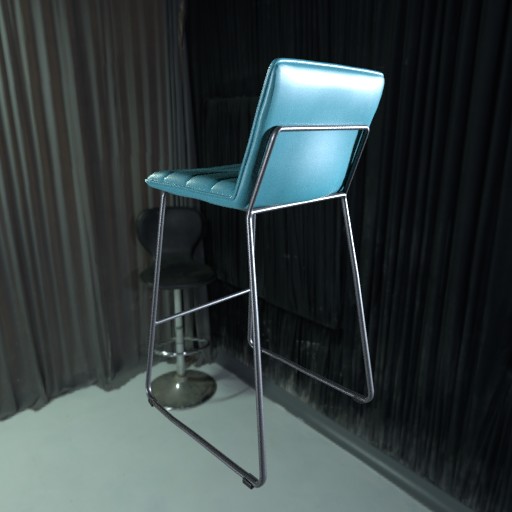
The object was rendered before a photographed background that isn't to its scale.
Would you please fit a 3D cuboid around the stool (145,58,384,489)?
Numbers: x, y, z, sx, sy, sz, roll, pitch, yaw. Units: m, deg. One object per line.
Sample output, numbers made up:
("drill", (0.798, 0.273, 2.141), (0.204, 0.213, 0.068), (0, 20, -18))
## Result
("stool", (0.000, 0.000, 1.218), (0.489, 0.936, 0.524), (-16, 23, -42))
